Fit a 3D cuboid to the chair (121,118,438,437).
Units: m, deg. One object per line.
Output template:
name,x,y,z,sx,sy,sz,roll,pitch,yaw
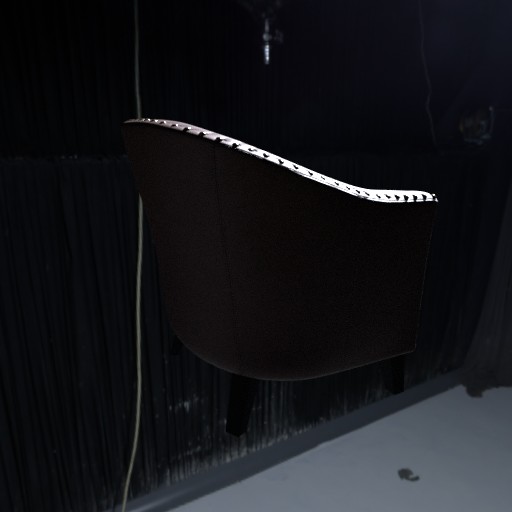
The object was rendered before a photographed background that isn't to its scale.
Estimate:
chair,0.000,0.000,1.408,0.748,0.823,0.794,-8,18,-27
